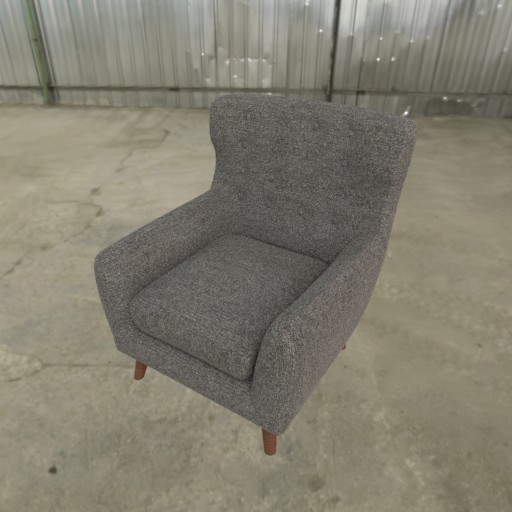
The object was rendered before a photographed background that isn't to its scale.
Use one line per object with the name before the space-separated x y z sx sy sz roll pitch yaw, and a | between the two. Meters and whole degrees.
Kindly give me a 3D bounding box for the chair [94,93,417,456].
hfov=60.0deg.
chair | 0.000 0.000 1.760 0.889 1.039 0.940 18 36 27
